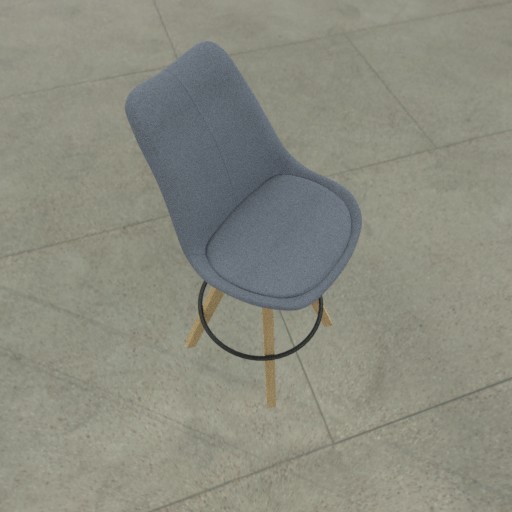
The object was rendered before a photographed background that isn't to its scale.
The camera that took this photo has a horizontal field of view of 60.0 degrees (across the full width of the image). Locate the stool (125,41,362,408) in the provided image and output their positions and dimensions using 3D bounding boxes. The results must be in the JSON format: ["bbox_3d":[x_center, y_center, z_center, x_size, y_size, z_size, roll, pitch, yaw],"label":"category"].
[{"bbox_3d":[0.000,0.000,1.395,0.550,1.115,0.485,31,62,19],"label":"stool"}]
